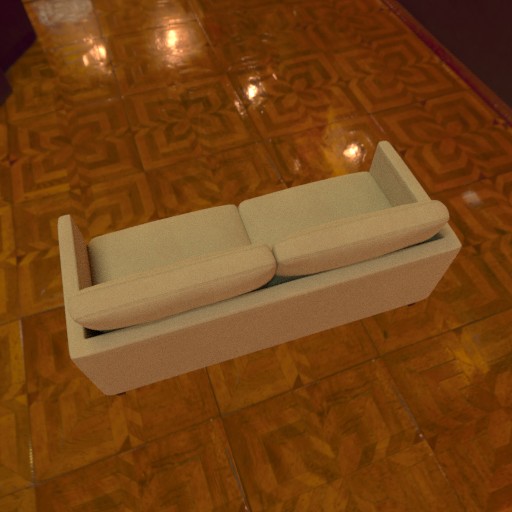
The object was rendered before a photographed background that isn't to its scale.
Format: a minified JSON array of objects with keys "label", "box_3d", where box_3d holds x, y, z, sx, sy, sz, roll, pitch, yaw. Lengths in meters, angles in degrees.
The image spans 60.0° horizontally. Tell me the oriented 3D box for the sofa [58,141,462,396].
[{"label":"sofa","box_3d":[0.000,0.000,2.751,2.181,0.932,0.948,-15,58,-10]}]
